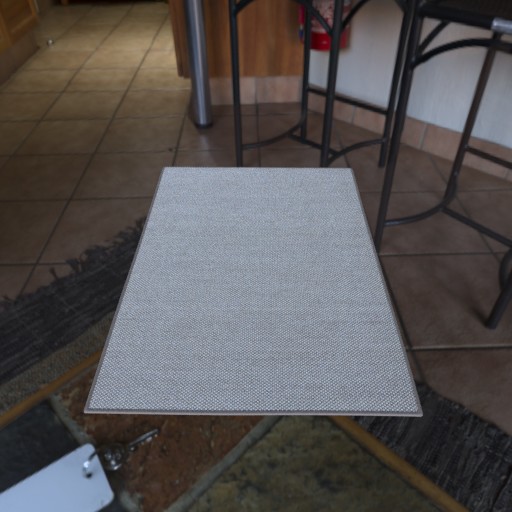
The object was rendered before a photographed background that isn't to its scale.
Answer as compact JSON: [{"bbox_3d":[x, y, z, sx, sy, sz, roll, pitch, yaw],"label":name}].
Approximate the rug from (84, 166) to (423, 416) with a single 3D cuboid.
[{"bbox_3d":[0.000,0.000,2.752,1.517,0.013,2.115,0,42,1],"label":"rug"}]
